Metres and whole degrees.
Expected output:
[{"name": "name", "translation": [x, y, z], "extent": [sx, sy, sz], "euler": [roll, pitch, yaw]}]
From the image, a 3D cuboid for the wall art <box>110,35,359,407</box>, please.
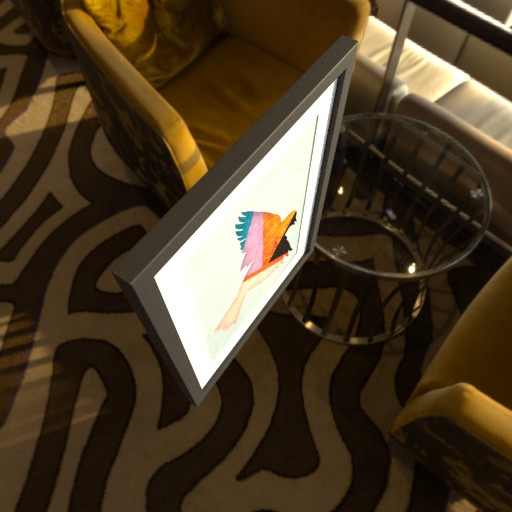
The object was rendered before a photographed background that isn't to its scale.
[{"name": "wall art", "translation": [0.000, 0.000, 0.760], "extent": [0.028, 0.558, 0.457], "euler": [31, 64, 17]}]
